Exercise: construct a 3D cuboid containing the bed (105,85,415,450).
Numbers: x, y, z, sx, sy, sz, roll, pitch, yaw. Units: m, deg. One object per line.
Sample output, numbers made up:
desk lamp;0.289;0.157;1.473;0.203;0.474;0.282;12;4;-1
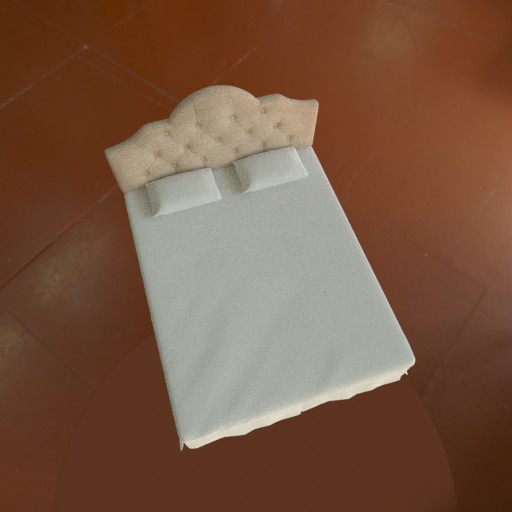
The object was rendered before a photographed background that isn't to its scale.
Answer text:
bed;0.000;0.000;2.968;1.667;1.194;1.970;-16;64;-8
